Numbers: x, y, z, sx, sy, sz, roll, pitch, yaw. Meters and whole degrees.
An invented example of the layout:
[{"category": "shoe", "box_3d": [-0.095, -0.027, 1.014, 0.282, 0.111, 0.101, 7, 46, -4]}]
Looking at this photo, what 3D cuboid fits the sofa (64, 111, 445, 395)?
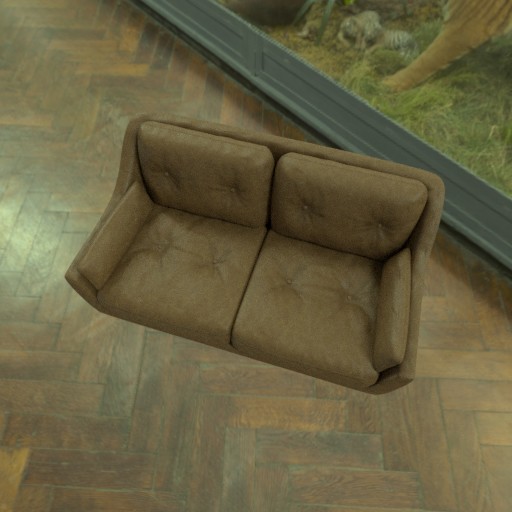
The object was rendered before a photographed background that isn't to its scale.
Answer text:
[{"category": "sofa", "box_3d": [0.000, 0.000, 2.367, 1.731, 0.886, 0.981, 15, 60, 9]}]
